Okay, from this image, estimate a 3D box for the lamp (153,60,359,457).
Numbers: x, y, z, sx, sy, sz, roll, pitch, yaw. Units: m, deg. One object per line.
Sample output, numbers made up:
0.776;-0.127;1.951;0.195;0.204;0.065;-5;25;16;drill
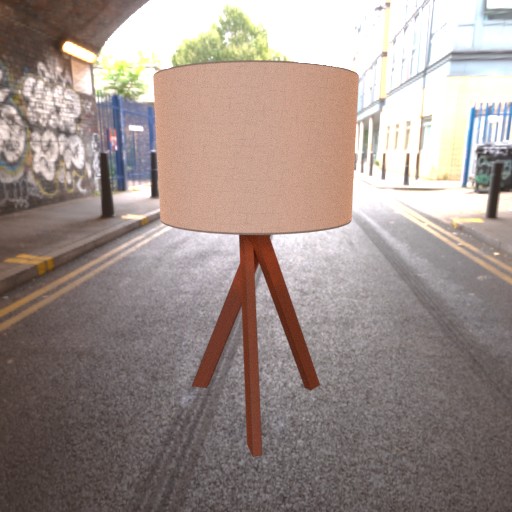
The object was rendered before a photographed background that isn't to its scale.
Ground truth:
0.000;0.000;0.918;0.380;0.686;0.380;-13;19;-43;lamp
